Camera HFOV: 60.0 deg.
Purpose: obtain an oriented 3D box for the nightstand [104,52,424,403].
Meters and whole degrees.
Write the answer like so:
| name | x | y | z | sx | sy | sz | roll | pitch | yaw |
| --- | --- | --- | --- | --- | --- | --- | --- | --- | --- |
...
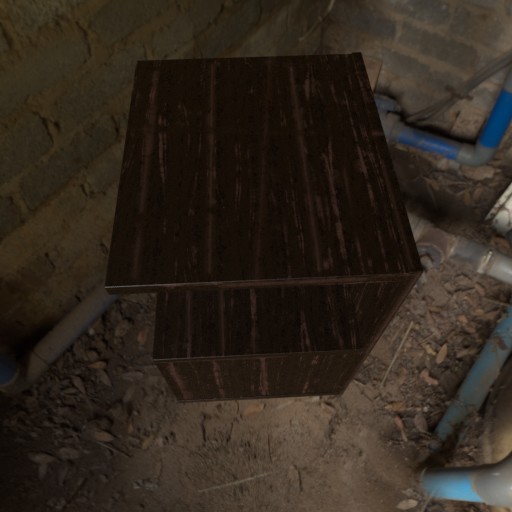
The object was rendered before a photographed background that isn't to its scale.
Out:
| name | x | y | z | sx | sy | sz | roll | pitch | yaw |
| --- | --- | --- | --- | --- | --- | --- | --- | --- | --- |
| nightstand | 0.000 | 0.000 | 0.833 | 0.356 | 0.559 | 0.400 | -3 | 59 | -2 |
